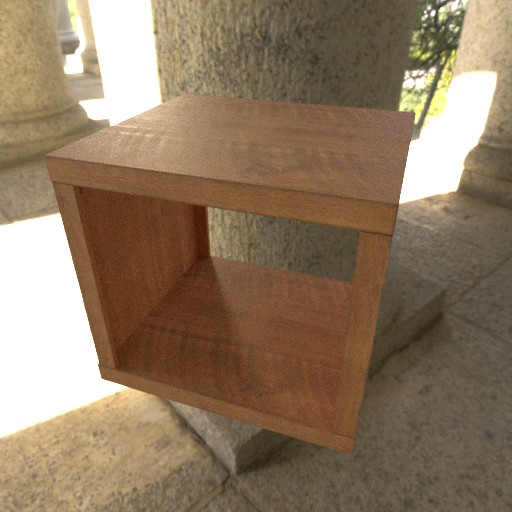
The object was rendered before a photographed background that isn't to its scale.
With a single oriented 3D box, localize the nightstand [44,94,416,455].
[{"bbox_3d":[0.000,0.000,0.866,0.493,0.491,0.436,11,33,16],"label":"nightstand"}]
